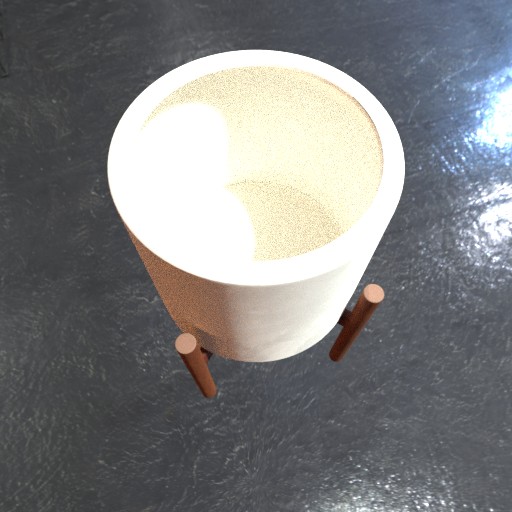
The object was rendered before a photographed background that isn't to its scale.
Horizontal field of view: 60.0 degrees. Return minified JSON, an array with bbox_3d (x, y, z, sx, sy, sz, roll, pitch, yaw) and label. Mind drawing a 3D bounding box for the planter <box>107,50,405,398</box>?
[{"bbox_3d":[0.000,0.000,0.493,0.224,0.358,0.224,-14,64,-7],"label":"planter"}]
